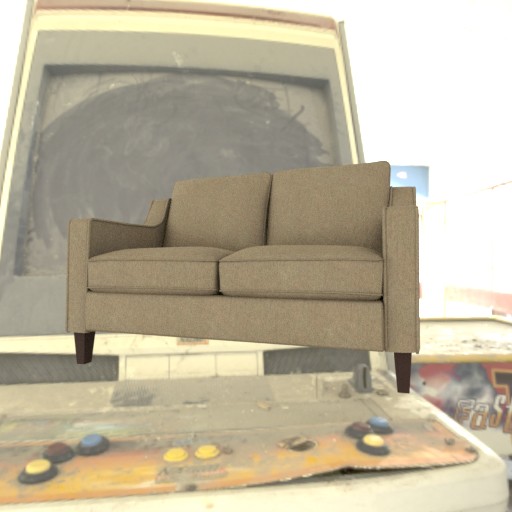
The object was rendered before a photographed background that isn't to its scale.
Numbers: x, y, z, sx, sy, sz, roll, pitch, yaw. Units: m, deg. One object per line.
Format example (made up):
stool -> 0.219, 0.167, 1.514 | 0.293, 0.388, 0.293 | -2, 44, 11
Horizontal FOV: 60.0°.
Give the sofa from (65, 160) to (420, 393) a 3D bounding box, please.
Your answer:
sofa -> 0.000, 0.000, 2.189 | 1.503, 0.981, 0.985 | 0, -1, 19
